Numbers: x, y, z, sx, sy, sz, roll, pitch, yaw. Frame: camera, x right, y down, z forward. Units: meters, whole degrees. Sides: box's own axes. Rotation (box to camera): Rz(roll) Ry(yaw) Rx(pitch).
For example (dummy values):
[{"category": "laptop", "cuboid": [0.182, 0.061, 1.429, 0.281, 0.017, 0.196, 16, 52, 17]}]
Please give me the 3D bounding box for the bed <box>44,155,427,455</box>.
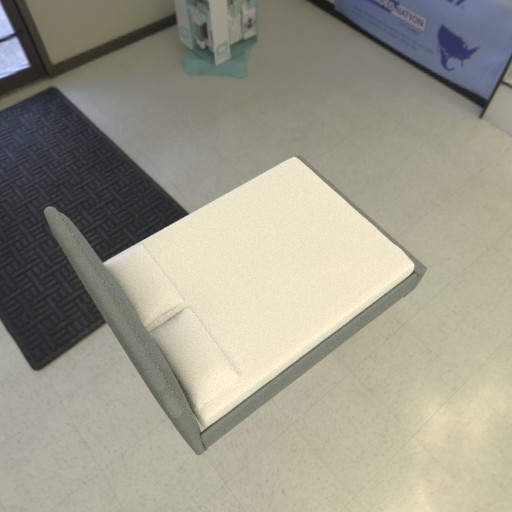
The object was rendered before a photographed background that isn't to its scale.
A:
[{"category": "bed", "cuboid": [0.000, 0.000, 3.484, 2.372, 1.443, 1.712, -32, 63, -19]}]
